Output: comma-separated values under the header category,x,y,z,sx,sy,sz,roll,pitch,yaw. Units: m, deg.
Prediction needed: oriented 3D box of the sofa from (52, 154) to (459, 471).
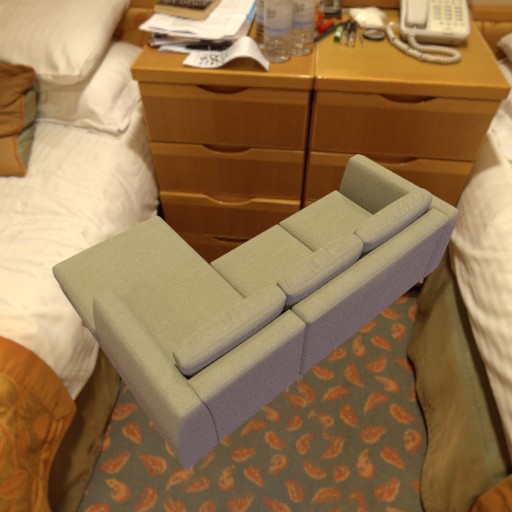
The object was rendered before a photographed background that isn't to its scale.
category,x,y,z,sx,sy,sz,roll,pitch,yaw
sofa,0.000,0.000,3.064,2.300,0.860,1.580,-31,54,-26
